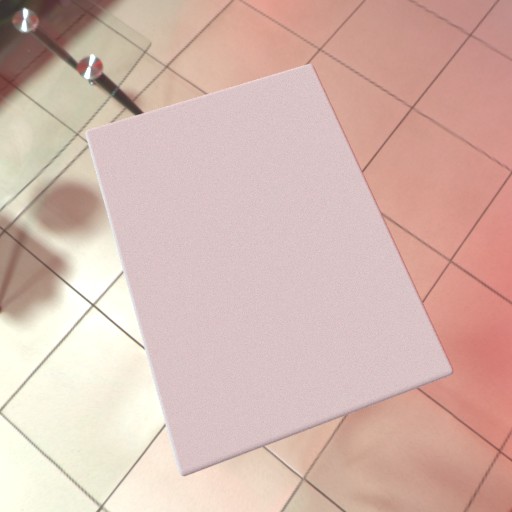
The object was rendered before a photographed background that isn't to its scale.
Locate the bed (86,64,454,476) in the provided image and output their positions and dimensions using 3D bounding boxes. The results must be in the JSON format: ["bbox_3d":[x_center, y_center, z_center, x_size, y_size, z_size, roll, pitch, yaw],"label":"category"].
[{"bbox_3d":[0.000,0.000,2.779,1.529,0.593,2.050,-19,75,-5],"label":"bed"}]
